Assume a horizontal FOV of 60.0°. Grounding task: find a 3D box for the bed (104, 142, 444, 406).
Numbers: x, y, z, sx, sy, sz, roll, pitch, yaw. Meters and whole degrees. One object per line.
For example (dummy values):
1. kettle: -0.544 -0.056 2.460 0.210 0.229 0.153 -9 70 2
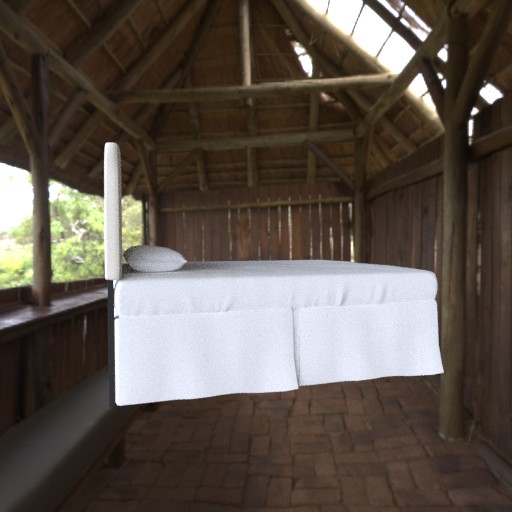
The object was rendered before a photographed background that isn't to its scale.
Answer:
1. bed: 0.000 0.000 3.142 2.005 1.410 1.607 -1 2 -18
